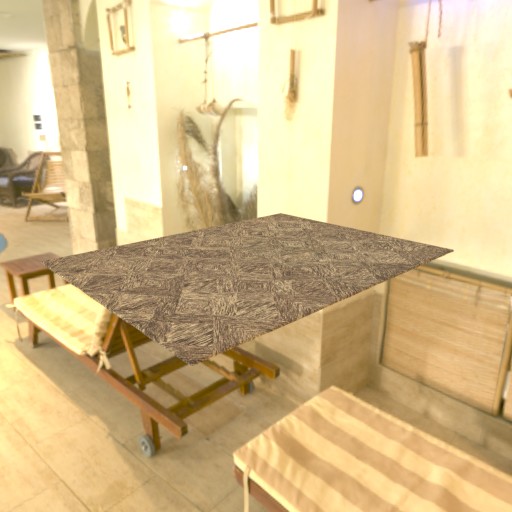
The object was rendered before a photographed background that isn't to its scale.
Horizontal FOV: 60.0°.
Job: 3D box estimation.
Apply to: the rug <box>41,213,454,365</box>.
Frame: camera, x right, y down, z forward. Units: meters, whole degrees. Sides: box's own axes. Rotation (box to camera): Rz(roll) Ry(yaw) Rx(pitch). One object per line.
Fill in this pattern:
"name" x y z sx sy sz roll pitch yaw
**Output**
"rug" 0.000 0.000 4.292 3.204 0.017 2.448 -15 23 -40
